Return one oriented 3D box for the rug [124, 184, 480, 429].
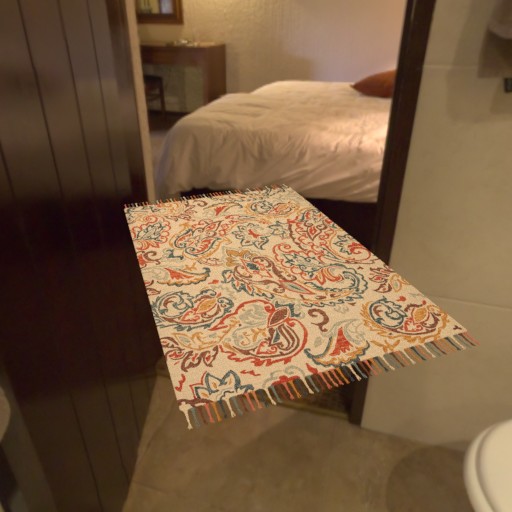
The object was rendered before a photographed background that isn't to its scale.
[{"bbox_3d":[0.000,0.000,2.421,1.218,0.010,1.997,-10,31,-18],"label":"rug"}]
